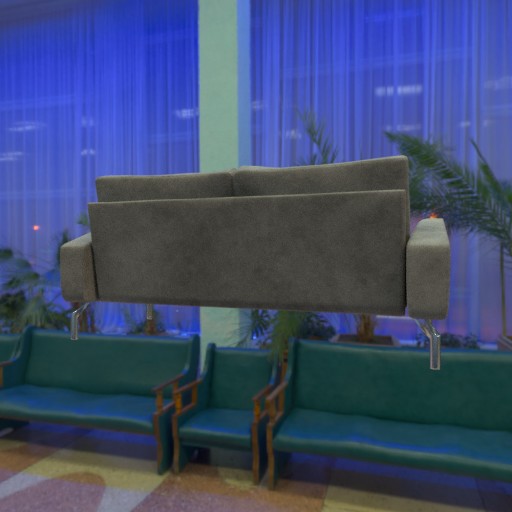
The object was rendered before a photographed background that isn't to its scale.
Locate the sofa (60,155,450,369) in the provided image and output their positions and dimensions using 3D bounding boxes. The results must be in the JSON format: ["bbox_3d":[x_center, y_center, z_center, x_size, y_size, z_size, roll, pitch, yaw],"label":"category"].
[{"bbox_3d":[0.000,0.000,2.353,1.837,0.859,0.849,0,1,19],"label":"sofa"}]
